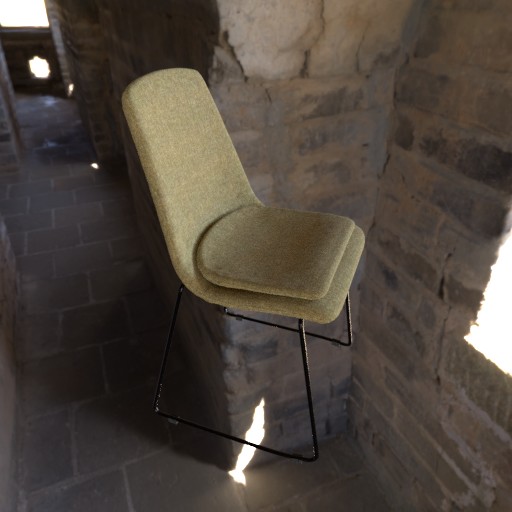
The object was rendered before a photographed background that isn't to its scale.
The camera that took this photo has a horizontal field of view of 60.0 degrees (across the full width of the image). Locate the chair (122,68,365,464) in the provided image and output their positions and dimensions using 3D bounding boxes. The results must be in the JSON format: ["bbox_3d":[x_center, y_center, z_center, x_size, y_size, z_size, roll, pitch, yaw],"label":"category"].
[{"bbox_3d":[0.000,0.000,1.123,0.496,0.849,0.479,11,33,18],"label":"chair"}]
